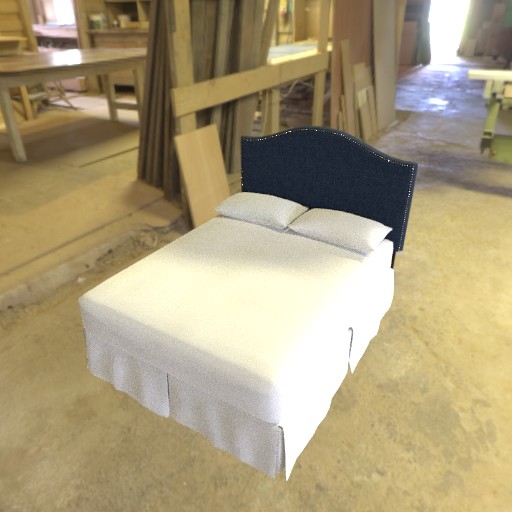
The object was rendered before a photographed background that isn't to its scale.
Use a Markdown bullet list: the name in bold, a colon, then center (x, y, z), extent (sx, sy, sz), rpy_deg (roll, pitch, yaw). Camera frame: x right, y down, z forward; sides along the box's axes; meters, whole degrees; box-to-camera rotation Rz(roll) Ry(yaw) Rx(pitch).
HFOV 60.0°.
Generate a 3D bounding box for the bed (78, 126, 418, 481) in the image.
- **bed**: center (0.000, 0.000, 3.328), extent (1.713, 1.518, 2.153), rpy_deg (17, 33, 28)
